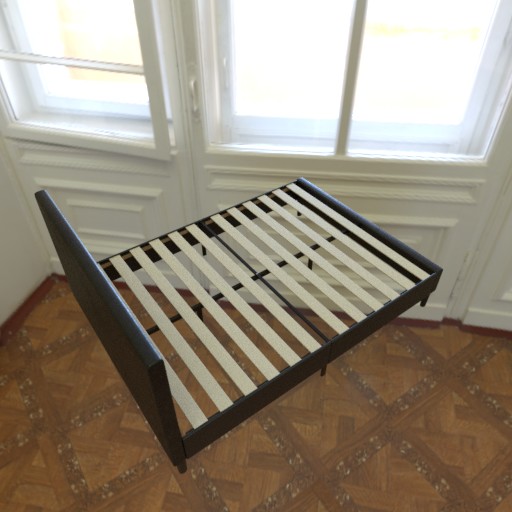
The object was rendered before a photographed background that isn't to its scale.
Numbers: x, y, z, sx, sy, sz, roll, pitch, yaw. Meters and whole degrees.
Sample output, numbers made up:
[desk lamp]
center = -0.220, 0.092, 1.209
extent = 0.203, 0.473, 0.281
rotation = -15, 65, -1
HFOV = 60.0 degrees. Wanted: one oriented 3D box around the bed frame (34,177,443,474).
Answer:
[bed frame]
center = 0.000, 0.000, 3.211
extent = 2.318, 1.127, 1.634
rotation = -26, 47, -26
